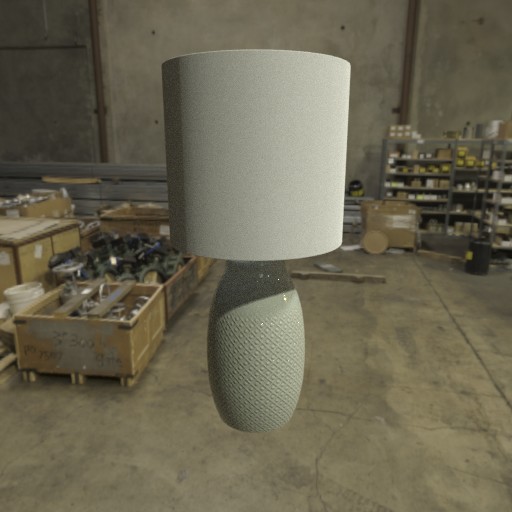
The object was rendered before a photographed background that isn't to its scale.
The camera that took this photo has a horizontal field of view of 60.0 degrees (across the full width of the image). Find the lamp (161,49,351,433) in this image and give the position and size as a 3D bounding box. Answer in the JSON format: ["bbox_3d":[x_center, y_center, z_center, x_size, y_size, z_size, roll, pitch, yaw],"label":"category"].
[{"bbox_3d":[0.000,0.000,0.574,0.217,0.453,0.217,2,15,9],"label":"lamp"}]
